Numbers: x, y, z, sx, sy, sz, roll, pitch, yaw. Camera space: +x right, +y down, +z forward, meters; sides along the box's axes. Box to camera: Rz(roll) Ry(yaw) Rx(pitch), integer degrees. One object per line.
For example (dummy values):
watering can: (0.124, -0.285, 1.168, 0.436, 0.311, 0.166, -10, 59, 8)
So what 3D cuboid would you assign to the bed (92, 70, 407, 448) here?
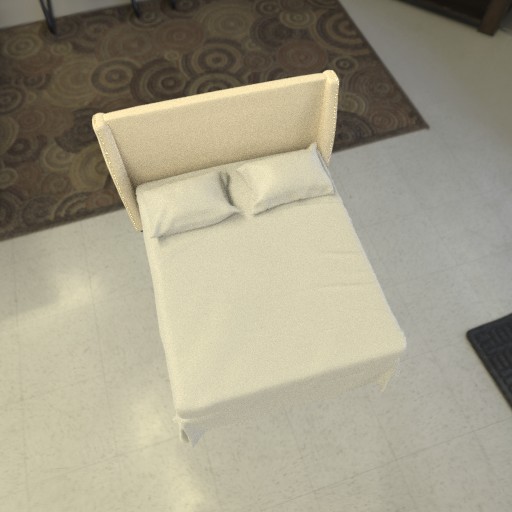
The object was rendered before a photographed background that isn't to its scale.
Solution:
bed: (0.000, 0.000, 3.431, 1.925, 1.332, 2.276, -13, 62, -7)
